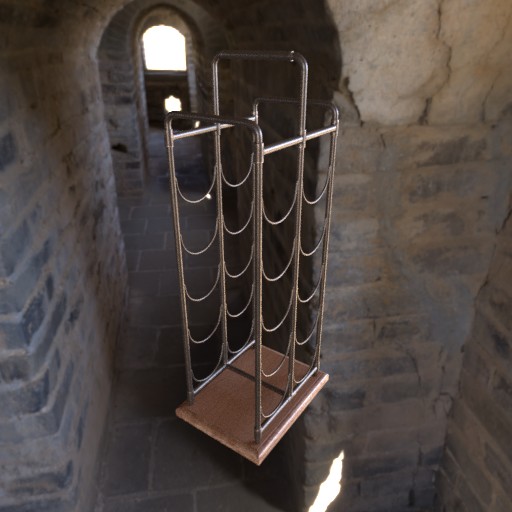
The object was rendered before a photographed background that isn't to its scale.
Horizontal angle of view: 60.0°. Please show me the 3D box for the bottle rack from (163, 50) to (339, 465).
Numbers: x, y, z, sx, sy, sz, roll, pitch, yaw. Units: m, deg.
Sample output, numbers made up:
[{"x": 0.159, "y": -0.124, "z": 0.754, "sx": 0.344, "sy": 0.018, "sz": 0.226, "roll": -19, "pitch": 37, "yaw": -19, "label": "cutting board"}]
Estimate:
[{"x": 0.000, "y": 0.000, "z": 0.808, "sx": 0.208, "sy": 0.680, "sz": 0.276, "roll": 17, "pitch": 31, "yaw": 31, "label": "bottle rack"}]
